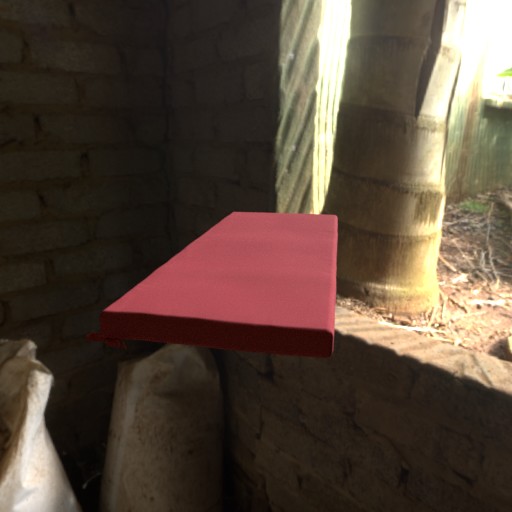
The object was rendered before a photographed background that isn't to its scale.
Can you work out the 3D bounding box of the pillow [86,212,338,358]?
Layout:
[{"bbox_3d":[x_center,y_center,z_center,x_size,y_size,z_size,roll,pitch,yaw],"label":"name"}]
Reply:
[{"bbox_3d":[0.000,0.000,1.368,0.492,0.081,1.187,3,16,10],"label":"pillow"}]
